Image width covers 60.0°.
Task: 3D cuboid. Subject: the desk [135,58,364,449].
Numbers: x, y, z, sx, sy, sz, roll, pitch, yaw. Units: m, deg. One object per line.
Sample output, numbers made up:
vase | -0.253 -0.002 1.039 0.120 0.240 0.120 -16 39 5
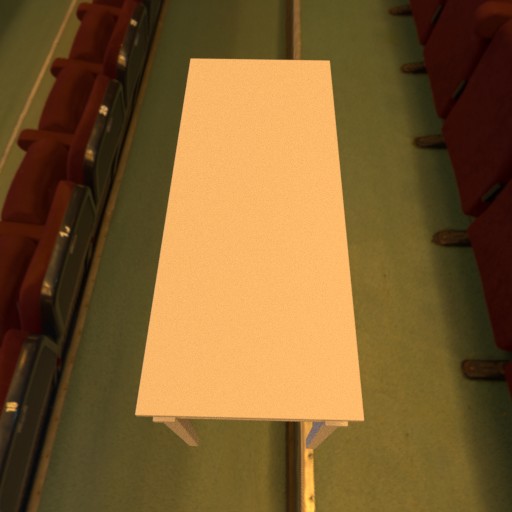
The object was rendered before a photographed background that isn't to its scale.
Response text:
desk | 0.000 0.000 1.759 0.559 0.774 1.372 1 59 1
